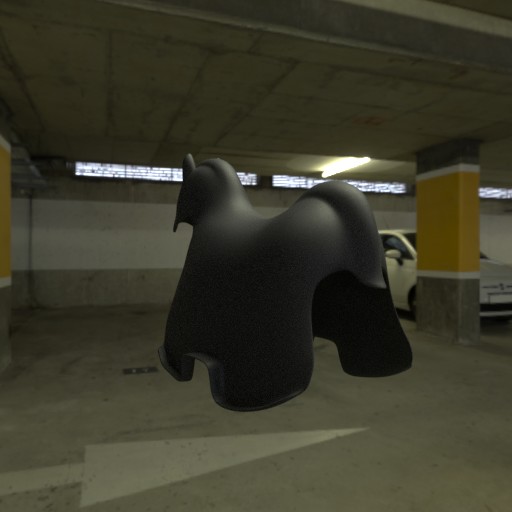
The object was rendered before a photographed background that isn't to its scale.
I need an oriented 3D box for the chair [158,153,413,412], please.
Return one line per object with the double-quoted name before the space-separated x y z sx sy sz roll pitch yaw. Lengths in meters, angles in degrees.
"chair" 0.000 0.000 1.148 0.429 0.612 0.800 0 0 -37
